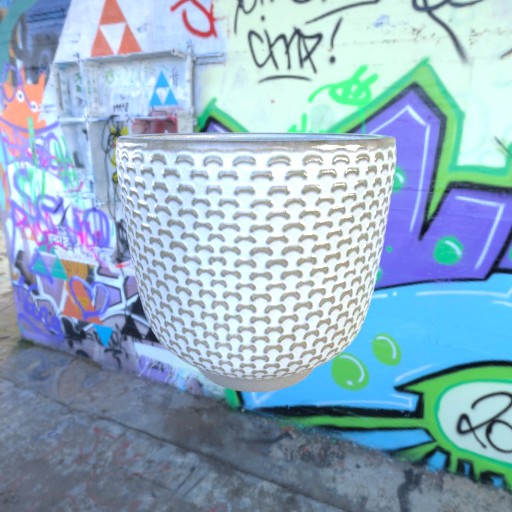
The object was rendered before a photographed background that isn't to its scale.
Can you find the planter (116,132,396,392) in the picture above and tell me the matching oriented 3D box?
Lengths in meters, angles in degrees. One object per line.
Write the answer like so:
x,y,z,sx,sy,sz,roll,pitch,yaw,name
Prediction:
0.000,0.000,0.304,0.173,0.160,0.173,0,17,0,planter
